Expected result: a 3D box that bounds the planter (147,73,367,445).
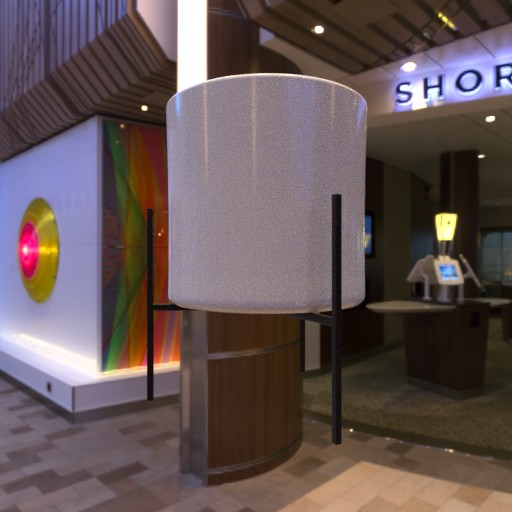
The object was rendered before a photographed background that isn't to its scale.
[{"bbox_3d":[0.000,0.000,0.740,0.361,0.480,0.360,0,0,-1],"label":"planter"}]
